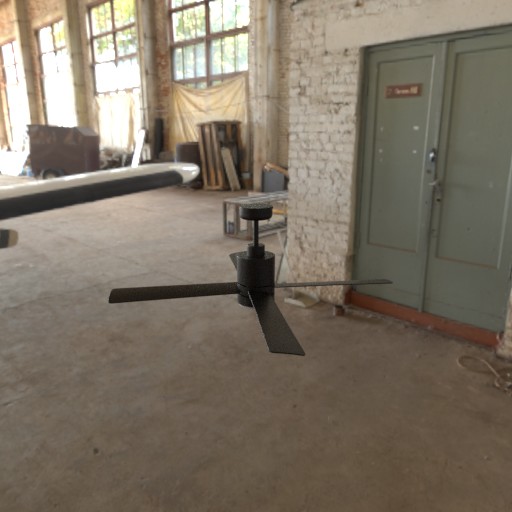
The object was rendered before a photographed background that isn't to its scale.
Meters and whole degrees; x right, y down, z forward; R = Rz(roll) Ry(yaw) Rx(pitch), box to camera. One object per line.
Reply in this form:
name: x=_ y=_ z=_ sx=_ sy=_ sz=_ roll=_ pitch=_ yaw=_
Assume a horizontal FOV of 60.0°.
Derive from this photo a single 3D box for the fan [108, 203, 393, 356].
fan: x=0.000 y=0.000 z=2.350 sx=1.525 sy=0.534 sz=1.525 roll=-2 pitch=15 yaw=-8
